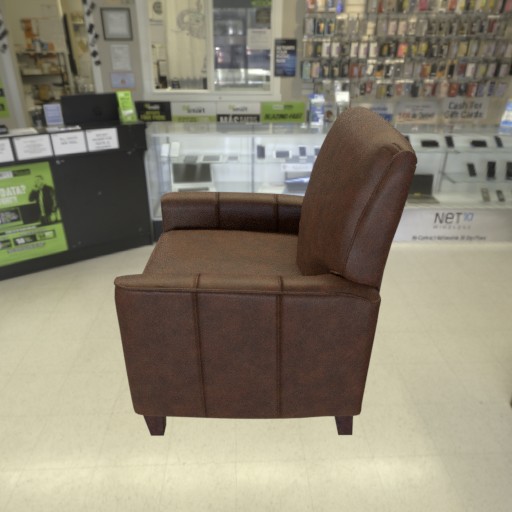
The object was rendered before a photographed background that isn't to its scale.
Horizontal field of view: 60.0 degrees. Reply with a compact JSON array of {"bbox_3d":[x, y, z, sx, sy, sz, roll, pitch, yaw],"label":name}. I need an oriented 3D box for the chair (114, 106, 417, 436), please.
[{"bbox_3d":[0.000,0.000,1.628,0.850,1.010,0.839,0,27,0],"label":"chair"}]
